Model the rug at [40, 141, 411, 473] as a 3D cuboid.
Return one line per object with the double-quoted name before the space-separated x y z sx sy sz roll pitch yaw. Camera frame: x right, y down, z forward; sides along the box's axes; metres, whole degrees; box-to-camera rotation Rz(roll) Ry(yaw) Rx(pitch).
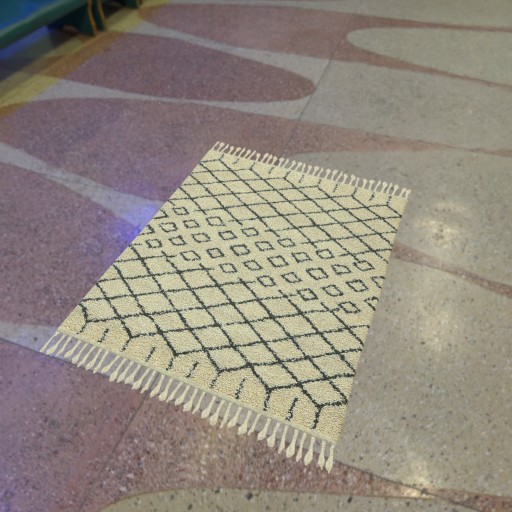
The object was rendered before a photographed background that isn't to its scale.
"rug" 0.000 0.000 4.198 2.388 0.030 3.213 17 50 15
